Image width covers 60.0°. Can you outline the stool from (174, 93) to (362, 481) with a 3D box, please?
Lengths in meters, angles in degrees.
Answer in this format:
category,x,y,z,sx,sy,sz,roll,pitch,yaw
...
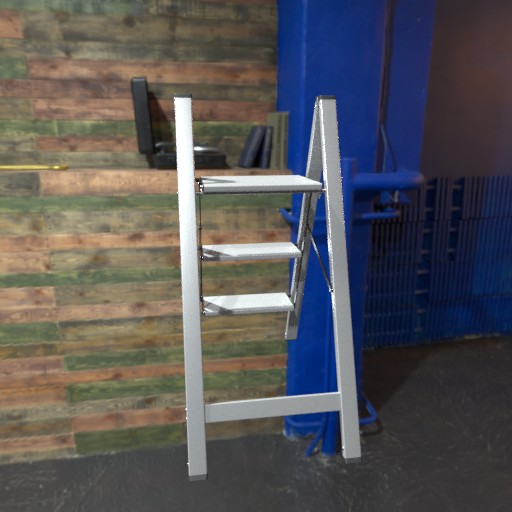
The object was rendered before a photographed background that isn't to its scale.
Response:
category,x,y,z,sx,sy,sz,roll,pitch,yaw
stool,0.000,0.000,1.318,0.441,0.902,0.730,-2,15,-8
